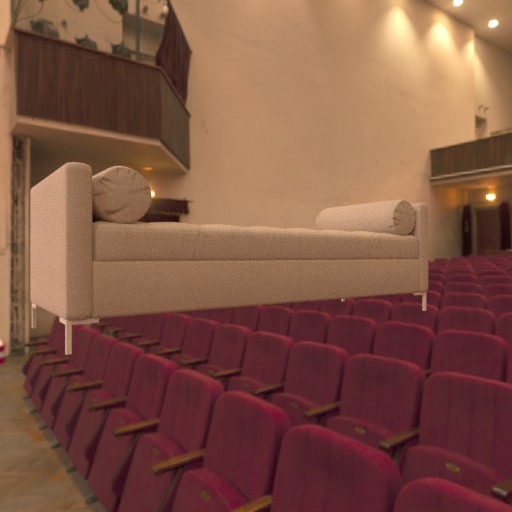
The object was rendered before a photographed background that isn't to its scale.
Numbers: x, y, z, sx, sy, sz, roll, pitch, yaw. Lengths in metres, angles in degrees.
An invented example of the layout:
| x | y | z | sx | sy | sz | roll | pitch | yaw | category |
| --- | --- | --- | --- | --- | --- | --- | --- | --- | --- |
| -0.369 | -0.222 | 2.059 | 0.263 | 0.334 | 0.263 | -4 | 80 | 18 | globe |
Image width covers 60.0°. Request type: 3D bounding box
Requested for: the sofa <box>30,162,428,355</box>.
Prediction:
| x | y | z | sx | sy | sz | roll | pitch | yaw | category |
| --- | --- | --- | --- | --- | --- | --- | --- | --- | --- |
| 0.000 | 0.000 | 2.265 | 1.981 | 0.635 | 0.686 | 0 | 0 | -36 | sofa |
